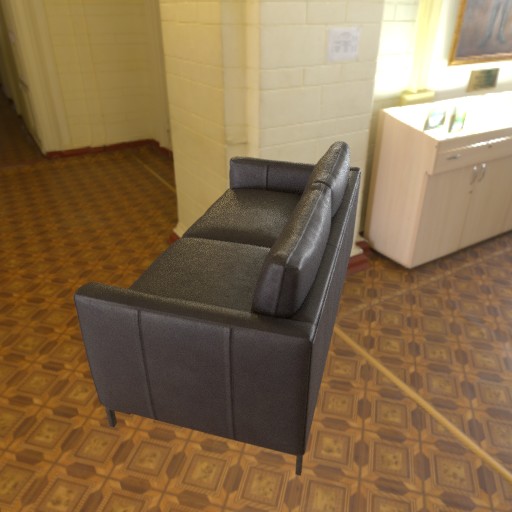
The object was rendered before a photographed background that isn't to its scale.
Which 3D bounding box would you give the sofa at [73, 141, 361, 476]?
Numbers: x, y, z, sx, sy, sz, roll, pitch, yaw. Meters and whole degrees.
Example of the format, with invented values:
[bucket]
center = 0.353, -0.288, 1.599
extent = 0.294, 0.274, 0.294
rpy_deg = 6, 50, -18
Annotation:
[sofa]
center = 0.000, 0.000, 2.297
extent = 0.947, 0.883, 1.805
rpy_deg = 7, 30, 12
